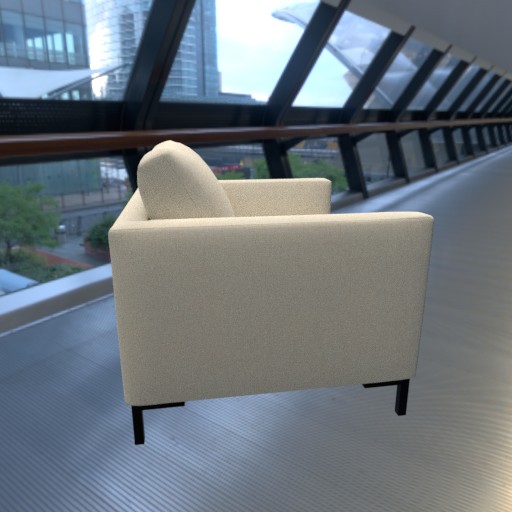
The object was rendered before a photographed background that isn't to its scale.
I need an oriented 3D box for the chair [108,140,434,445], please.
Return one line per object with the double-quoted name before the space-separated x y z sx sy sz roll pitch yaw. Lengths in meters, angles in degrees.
"chair" 0.000 0.000 1.618 0.875 0.806 0.964 -3 16 -9
